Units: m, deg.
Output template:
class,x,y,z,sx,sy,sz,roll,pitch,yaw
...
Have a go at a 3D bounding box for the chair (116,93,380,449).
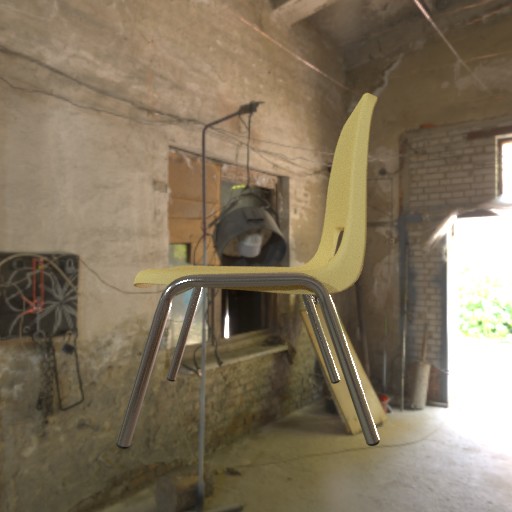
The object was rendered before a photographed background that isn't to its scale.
class,x,y,z,sx,sy,sz,roll,pitch,yaw
chair,0.000,0.000,0.785,0.385,0.536,0.354,0,0,0
